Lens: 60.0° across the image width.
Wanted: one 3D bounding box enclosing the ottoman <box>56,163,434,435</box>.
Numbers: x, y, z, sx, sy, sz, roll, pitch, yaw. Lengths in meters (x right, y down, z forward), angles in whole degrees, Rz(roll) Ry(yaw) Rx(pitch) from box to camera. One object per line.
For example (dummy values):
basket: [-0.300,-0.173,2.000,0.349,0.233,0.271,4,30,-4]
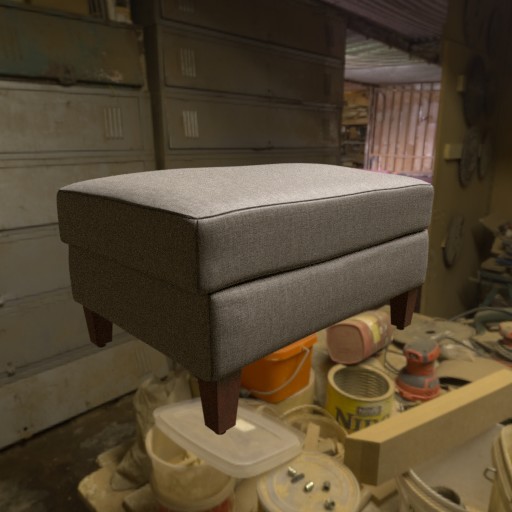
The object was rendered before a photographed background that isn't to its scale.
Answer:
ottoman: [0.000,0.000,1.241,0.873,0.494,0.639,-14,20,-42]
